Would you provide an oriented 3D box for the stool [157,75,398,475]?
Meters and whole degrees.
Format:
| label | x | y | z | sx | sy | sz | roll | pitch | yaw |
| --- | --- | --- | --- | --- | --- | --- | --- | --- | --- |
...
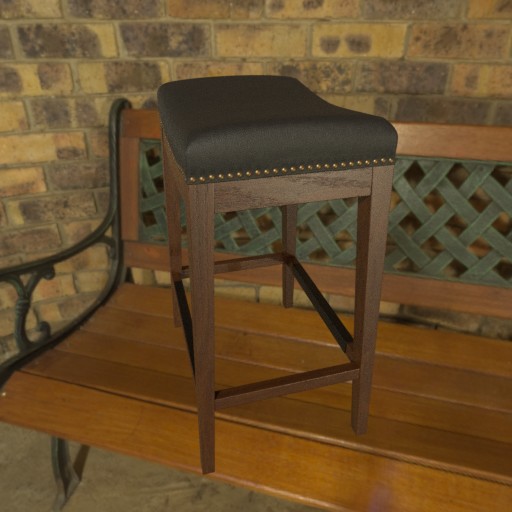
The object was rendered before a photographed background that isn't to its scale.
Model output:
| label | x | y | z | sx | sy | sz | roll | pitch | yaw |
| --- | --- | --- | --- | --- | --- | --- | --- | --- | --- |
| stool | 0.000 | 0.000 | 0.943 | 0.353 | 0.664 | 0.490 | -8 | 31 | -14 |
